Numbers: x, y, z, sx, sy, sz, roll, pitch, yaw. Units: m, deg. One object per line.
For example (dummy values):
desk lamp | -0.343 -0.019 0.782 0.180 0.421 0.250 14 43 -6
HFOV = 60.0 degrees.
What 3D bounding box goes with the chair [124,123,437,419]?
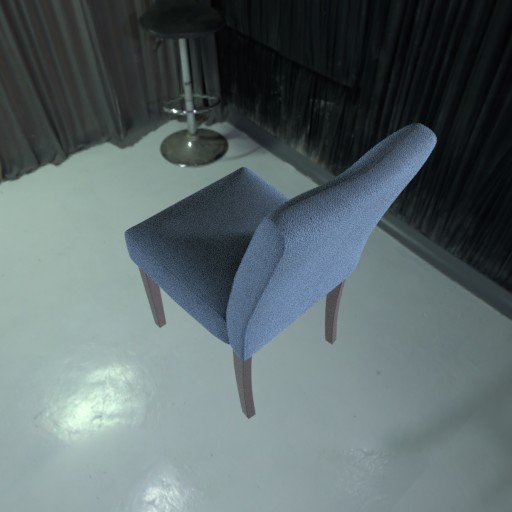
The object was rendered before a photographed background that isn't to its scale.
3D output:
chair | 0.000 0.000 1.236 0.487 0.882 0.629 -34 56 -28
